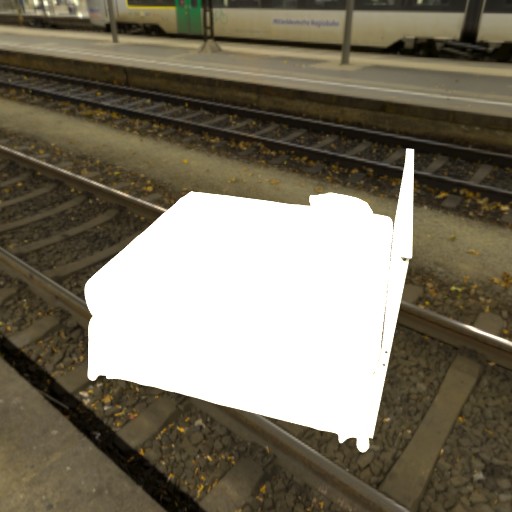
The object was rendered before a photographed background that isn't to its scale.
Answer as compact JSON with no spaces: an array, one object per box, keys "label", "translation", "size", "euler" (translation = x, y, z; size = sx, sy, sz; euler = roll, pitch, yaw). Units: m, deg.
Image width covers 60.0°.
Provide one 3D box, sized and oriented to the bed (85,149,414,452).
[{"label":"bed","translation":[0.000,0.000,3.210],"size":[2.047,1.269,1.876],"euler":[9,32,15]}]
